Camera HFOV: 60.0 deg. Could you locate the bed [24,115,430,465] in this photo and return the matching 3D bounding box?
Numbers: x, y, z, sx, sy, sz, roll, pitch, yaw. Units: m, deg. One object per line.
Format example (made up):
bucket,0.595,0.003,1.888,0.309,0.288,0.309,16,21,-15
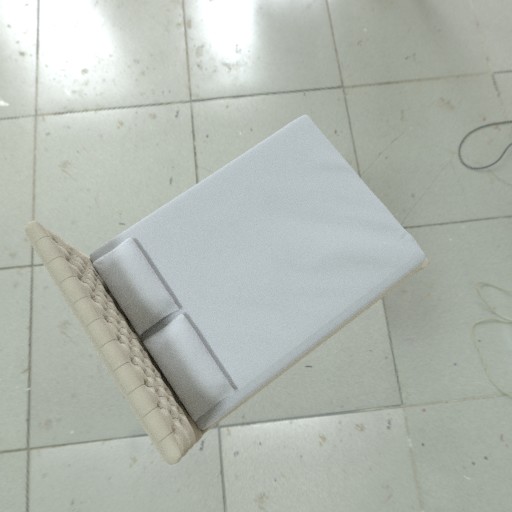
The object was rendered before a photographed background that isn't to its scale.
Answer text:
bed,0.000,0.000,3.405,2.387,1.427,1.698,-35,78,-9
